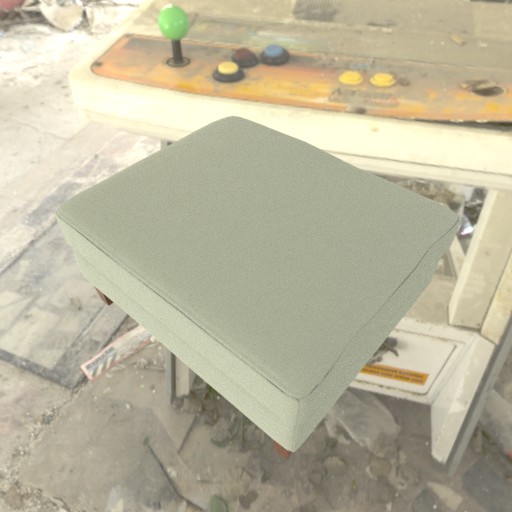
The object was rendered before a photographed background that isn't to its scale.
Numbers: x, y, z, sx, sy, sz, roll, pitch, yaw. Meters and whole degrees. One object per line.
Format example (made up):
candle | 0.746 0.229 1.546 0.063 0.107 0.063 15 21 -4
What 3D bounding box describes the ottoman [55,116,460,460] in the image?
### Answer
ottoman | 0.000 0.000 1.505 0.991 0.494 0.842 32 53 28
